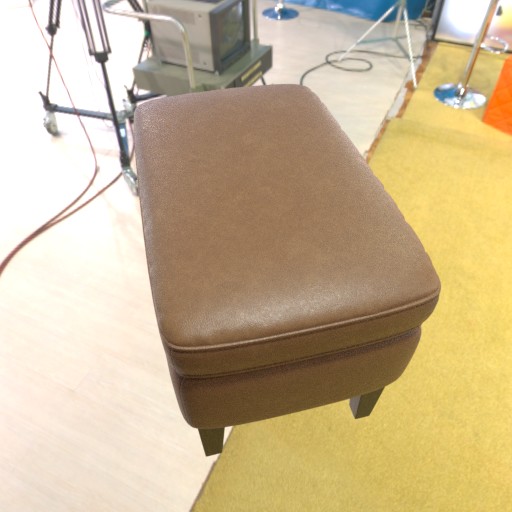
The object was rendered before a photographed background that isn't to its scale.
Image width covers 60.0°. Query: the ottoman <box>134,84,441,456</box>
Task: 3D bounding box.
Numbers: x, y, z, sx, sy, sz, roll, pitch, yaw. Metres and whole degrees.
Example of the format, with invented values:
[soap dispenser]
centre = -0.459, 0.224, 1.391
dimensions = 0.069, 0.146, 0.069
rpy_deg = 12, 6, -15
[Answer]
[ottoman]
centre = 0.000, 0.000, 0.942
dimensions = 0.420, 0.480, 0.670
rpy_deg = -10, 48, -9
